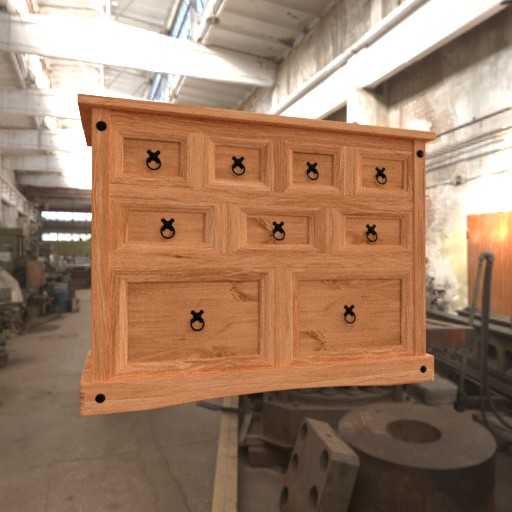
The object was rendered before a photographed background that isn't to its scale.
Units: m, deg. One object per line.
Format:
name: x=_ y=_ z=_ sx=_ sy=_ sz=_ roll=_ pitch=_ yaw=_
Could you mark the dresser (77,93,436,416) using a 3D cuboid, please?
dresser: x=0.000 y=0.000 z=1.352 sx=0.990 sy=0.740 sz=0.410 roll=0 pitch=-1 yaw=-18
